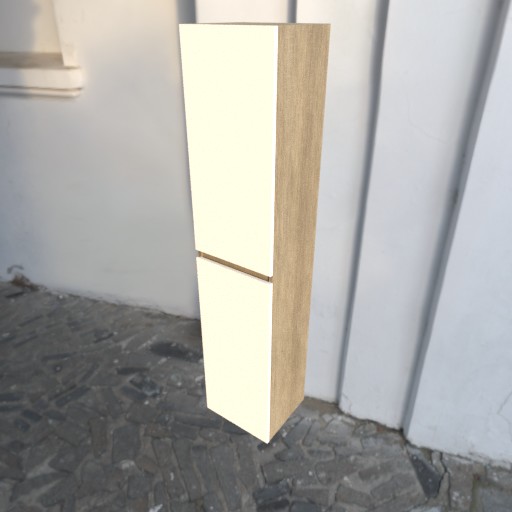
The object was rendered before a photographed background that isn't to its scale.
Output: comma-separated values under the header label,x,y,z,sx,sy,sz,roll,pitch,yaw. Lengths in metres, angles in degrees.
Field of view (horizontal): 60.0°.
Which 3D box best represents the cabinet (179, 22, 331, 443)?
label,x,y,z,sx,sy,sz,roll,pitch,yaw
cabinet,0.000,0.000,1.508,0.300,1.400,0.270,19,34,31
